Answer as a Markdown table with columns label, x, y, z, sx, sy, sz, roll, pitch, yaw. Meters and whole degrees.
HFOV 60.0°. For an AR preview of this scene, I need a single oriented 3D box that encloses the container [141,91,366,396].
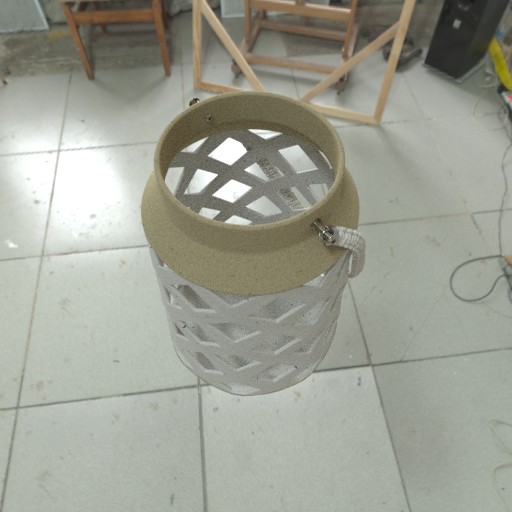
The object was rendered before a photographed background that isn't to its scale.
| label | x | y | z | sx | sy | sz | roll | pitch | yaw |
| --- | --- | --- | --- | --- | --- | --- | --- | --- | --- |
| container | 0.000 | 0.000 | 0.349 | 0.172 | 0.229 | 0.163 | -32 | 63 | -19 |
